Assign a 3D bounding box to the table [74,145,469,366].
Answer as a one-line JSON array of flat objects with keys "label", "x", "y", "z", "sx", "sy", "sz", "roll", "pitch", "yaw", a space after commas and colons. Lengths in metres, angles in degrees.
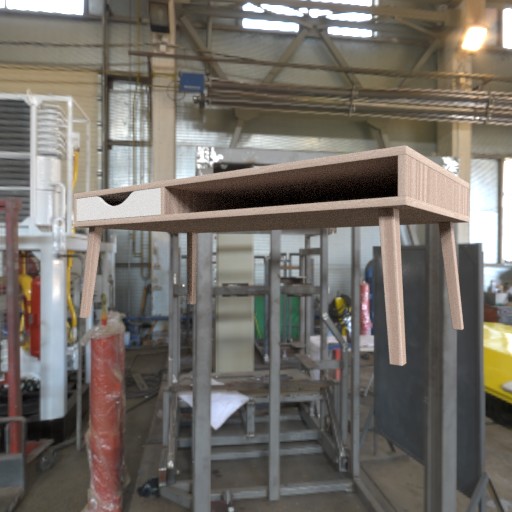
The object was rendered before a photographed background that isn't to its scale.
[{"label": "table", "x": 0.000, "y": 0.000, "z": 1.490, "sx": 1.200, "sy": 0.450, "sz": 0.600, "roll": 0, "pitch": 0, "yaw": 37}]
